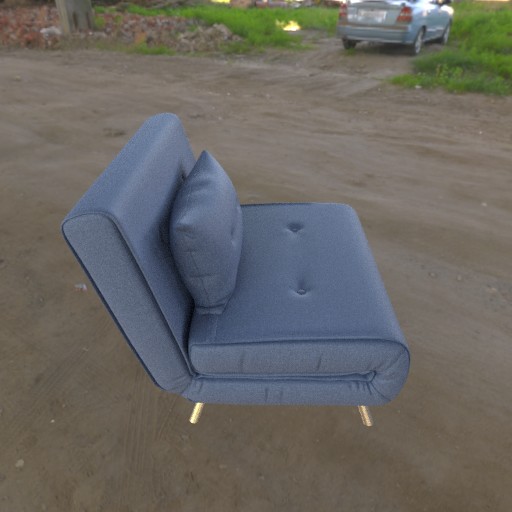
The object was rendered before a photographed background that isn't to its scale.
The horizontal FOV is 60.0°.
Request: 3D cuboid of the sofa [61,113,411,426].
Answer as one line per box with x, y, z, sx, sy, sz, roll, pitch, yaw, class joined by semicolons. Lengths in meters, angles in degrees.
0.000;0.000;1.738;0.996;0.860;0.999;1;32;1;sofa
